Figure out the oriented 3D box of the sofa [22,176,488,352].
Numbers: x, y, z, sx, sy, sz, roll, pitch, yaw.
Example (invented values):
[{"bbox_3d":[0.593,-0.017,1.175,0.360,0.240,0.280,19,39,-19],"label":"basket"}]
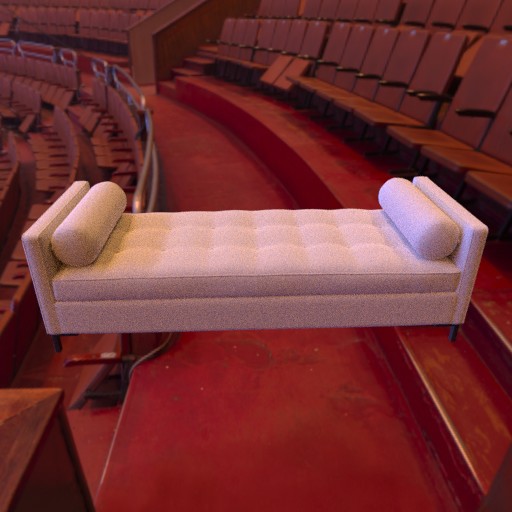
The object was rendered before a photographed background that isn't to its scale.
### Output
[{"bbox_3d":[0.000,0.000,2.313,1.985,0.641,0.746,-1,28,-2],"label":"sofa"}]
